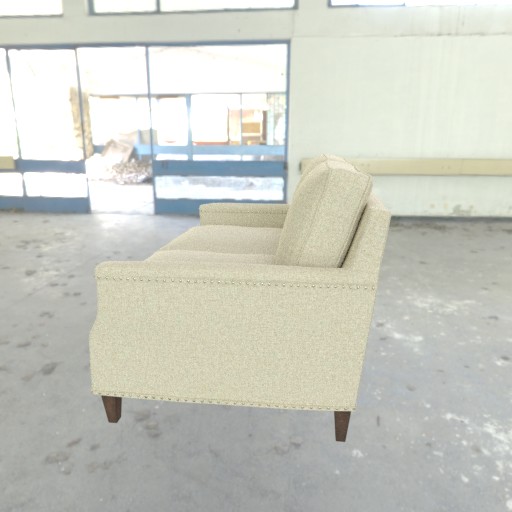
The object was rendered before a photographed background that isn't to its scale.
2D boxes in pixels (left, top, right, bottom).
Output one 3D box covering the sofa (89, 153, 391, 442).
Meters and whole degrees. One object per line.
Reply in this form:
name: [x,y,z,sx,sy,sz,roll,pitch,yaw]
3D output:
sofa: [0.000,0.000,2.274,1.084,1.003,1.597,2,15,7]
